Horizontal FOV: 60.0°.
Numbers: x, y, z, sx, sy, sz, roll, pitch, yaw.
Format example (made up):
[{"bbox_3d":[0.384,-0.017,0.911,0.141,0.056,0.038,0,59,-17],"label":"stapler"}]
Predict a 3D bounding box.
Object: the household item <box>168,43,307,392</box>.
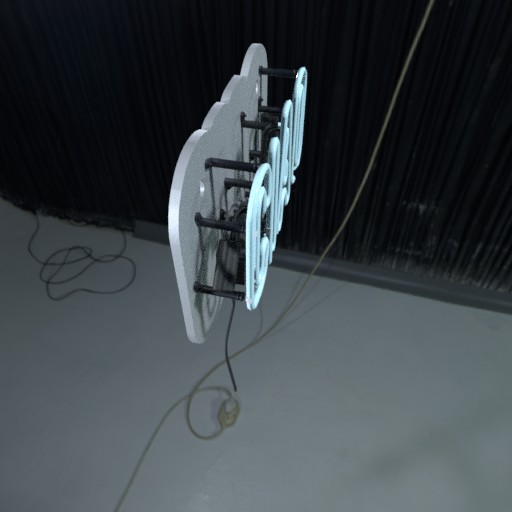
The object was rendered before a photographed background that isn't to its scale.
[{"bbox_3d":[0.000,0.000,0.380,0.042,0.294,0.211,10,46,10],"label":"household item"}]
